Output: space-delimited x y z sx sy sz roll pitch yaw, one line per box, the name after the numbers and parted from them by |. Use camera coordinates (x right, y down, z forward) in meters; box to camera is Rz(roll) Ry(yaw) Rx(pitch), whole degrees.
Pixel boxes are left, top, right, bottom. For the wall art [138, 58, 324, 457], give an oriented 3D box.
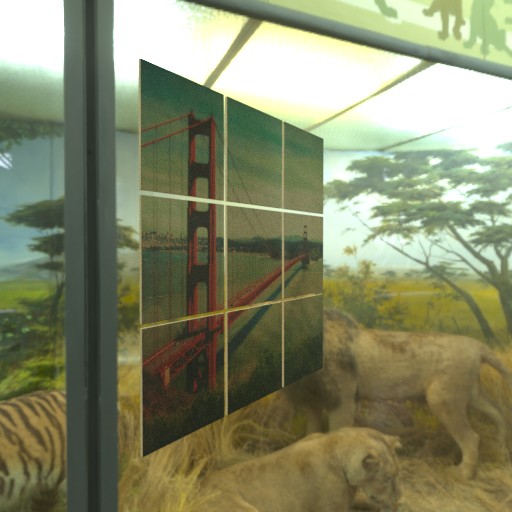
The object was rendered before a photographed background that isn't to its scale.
0.000 0.000 2.296 0.014 1.507 1.519 1 1 35 | wall art
